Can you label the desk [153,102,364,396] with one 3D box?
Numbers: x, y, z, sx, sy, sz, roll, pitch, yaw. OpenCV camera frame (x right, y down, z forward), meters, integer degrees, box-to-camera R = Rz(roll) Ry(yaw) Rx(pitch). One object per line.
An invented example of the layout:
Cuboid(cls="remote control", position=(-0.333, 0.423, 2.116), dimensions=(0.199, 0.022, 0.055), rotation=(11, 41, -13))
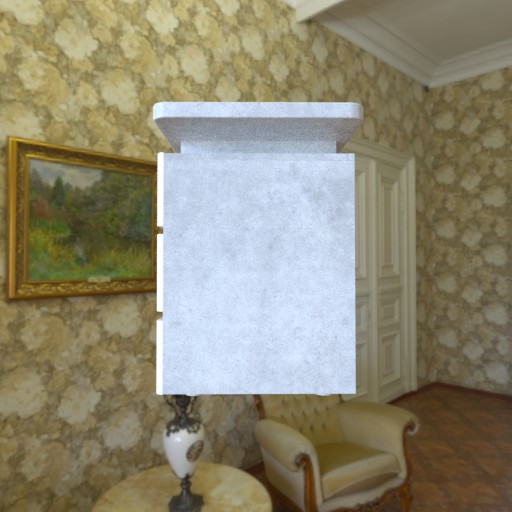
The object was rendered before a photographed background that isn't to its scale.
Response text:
Cuboid(cls="desk", position=(0.000, 0.000, 1.818), dimensions=(0.550, 0.755, 1.400), rotation=(0, -1, -1))
